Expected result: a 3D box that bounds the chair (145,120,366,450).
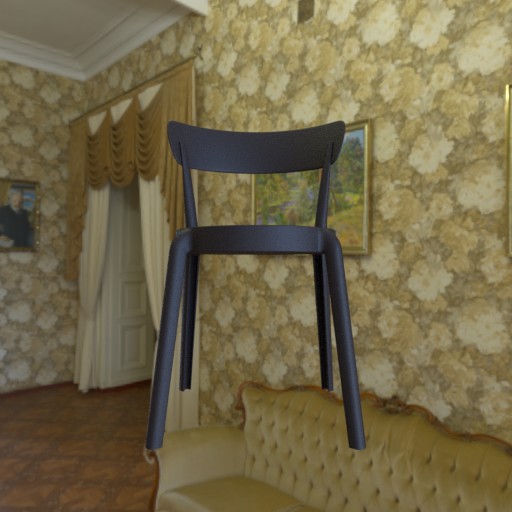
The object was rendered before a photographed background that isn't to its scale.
[{"bbox_3d":[0.000,0.000,1.139,0.506,0.790,0.491,0,-1,0],"label":"chair"}]
